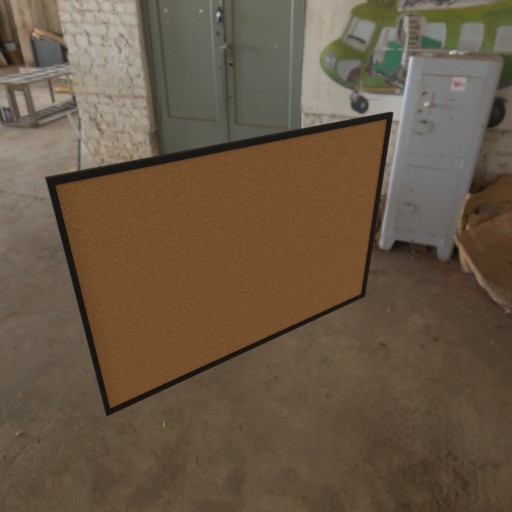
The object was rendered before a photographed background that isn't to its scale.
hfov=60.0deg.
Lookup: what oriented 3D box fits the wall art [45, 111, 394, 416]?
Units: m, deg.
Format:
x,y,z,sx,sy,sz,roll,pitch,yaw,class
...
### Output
x,y,z,sx,sy,sz,roll,pitch,yaw,class
0.000,0.000,1.241,0.963,0.665,0.013,-19,36,-29,wall art
